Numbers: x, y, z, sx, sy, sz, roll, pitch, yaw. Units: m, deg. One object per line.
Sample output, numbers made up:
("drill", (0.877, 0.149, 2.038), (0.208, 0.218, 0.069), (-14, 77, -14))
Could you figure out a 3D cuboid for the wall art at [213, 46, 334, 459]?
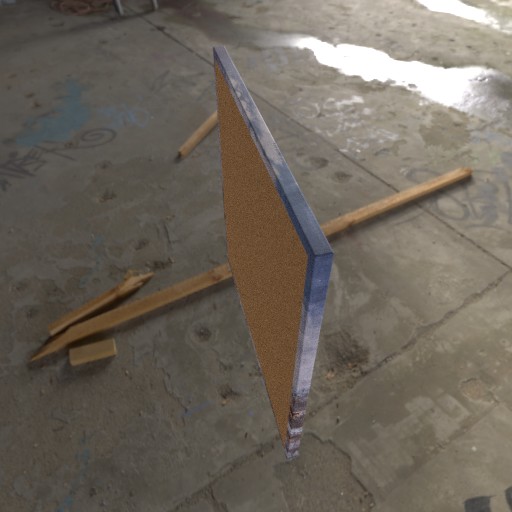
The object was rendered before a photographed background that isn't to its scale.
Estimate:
("wall art", (0.000, 0.000, 1.335), (0.035, 0.897, 0.888), (-11, 47, -10))
